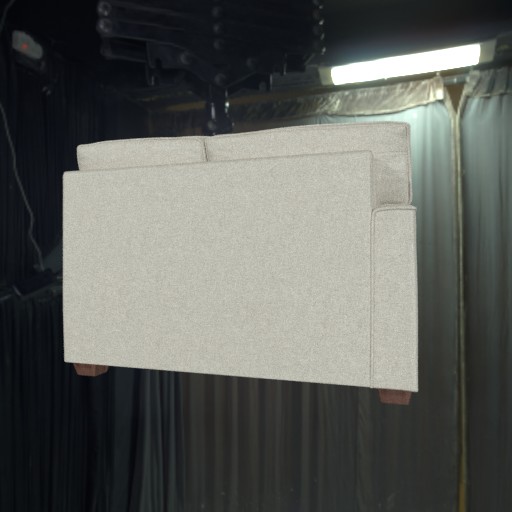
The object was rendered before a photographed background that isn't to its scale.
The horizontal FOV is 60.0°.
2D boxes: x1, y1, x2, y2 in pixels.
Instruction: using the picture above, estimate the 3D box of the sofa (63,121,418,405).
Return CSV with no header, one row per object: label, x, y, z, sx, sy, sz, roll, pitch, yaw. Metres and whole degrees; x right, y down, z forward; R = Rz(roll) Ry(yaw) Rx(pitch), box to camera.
sofa,0.000,0.000,2.056,1.388,0.989,0.991,0,-1,17
